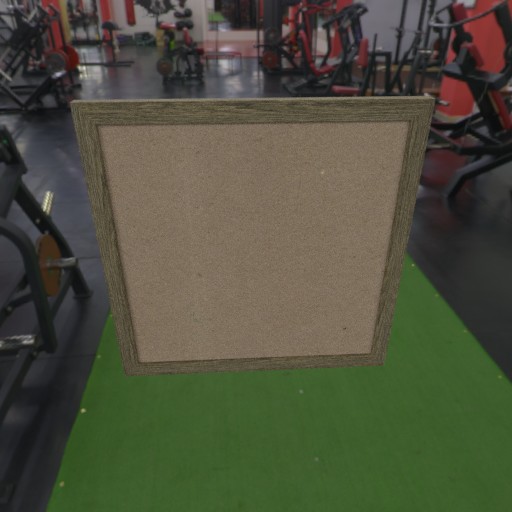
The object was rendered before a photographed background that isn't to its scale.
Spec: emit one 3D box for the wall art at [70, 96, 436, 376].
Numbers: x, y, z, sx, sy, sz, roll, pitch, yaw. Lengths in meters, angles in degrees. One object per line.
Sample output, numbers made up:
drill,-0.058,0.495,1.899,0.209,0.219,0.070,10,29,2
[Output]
wall art,0.000,0.000,0.749,0.508,0.508,0.019,-2,30,-3
